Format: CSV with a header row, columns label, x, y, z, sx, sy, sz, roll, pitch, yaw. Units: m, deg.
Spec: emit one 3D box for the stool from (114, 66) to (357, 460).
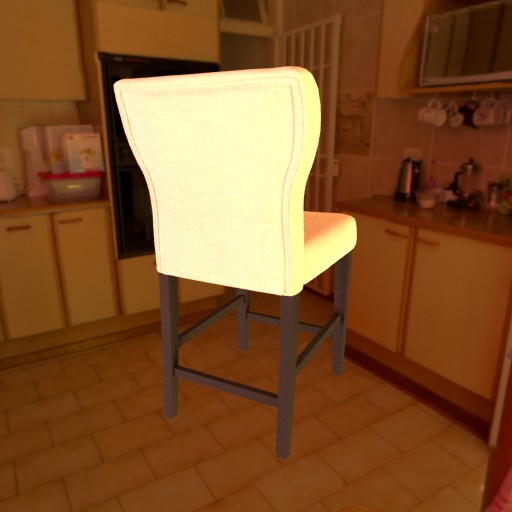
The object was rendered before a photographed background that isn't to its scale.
label,x,y,z,sx,sy,sz,roll,pitch,yaw
stool,0.000,0.000,1.329,0.514,0.972,0.603,8,18,26
